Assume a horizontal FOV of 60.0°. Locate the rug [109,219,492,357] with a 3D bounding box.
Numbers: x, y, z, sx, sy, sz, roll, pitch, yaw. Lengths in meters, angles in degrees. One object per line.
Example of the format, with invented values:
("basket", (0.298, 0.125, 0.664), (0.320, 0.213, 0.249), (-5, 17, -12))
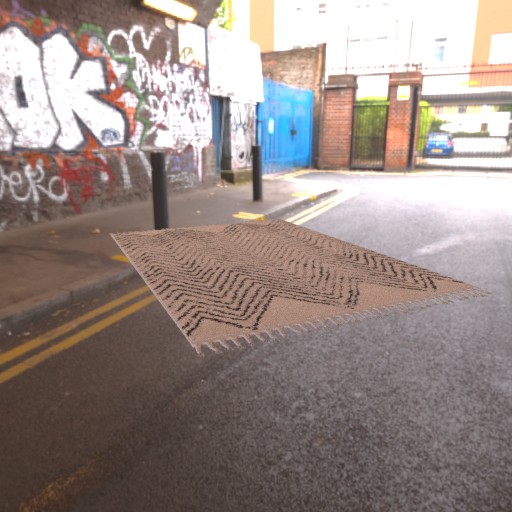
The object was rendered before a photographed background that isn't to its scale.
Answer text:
("rug", (0.000, 0.000, 2.306), (1.230, 0.014, 1.847), (-7, 17, -24))
